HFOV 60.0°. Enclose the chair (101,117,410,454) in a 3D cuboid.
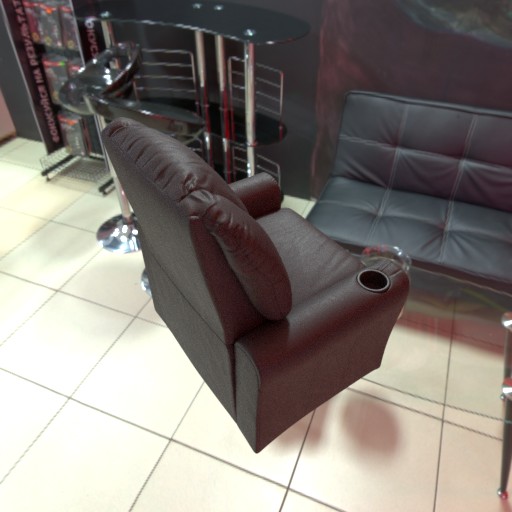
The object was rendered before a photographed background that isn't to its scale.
[{"bbox_3d":[0.000,0.000,1.109,0.521,0.709,0.610,-24,46,-26],"label":"chair"}]
